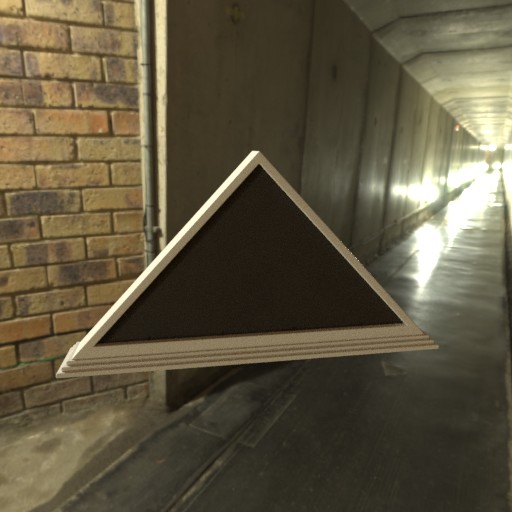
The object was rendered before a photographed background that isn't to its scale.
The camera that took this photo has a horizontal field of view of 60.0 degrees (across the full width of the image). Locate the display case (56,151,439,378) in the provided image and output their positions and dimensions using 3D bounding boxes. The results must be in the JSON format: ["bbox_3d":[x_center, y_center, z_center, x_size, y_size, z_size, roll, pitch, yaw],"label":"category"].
[{"bbox_3d":[0.000,0.000,0.739,0.640,0.340,0.095,-2,14,-9],"label":"display case"}]
